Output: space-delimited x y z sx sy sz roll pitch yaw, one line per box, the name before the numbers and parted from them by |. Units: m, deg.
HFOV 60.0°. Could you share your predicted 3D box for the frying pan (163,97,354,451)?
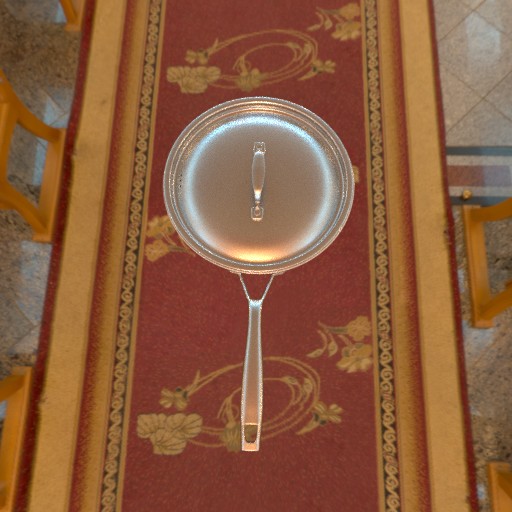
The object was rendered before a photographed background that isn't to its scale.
frying pan | 0.000 0.000 0.612 0.272 0.086 0.490 2 75 1
